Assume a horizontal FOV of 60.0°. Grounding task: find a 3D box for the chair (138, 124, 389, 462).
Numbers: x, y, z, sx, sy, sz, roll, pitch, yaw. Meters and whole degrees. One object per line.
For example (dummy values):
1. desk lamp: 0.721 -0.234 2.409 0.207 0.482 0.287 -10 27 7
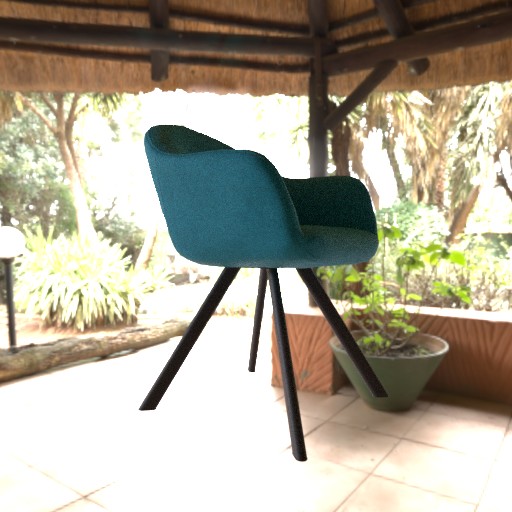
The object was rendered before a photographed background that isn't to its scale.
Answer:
1. chair: 0.000 0.000 1.192 0.565 0.775 0.545 0 1 36
